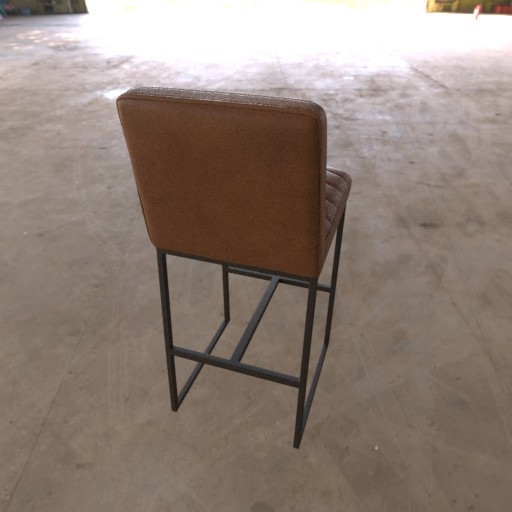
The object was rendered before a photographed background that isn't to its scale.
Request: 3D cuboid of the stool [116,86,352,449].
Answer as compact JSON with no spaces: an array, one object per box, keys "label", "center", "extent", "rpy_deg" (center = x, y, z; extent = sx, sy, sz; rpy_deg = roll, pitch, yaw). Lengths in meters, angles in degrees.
[{"label":"stool","center":[0.000,0.000,1.325],"extent":[0.458,1.040,0.556],"rpy_deg":[11,35,16]}]
